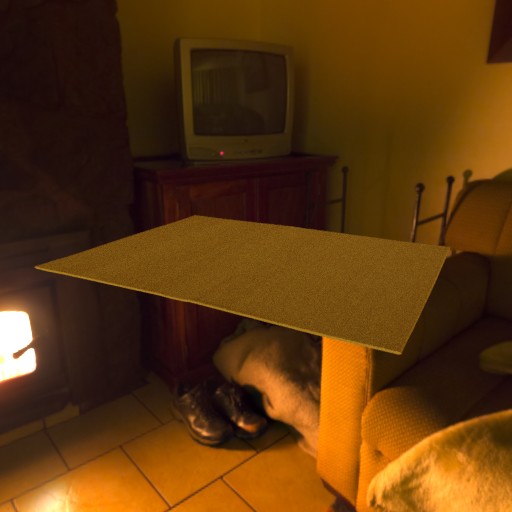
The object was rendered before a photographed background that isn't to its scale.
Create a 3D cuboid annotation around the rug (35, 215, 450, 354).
[{"bbox_3d":[0.000,0.000,4.236,3.202,0.045,2.434,9,20,27],"label":"rug"}]
